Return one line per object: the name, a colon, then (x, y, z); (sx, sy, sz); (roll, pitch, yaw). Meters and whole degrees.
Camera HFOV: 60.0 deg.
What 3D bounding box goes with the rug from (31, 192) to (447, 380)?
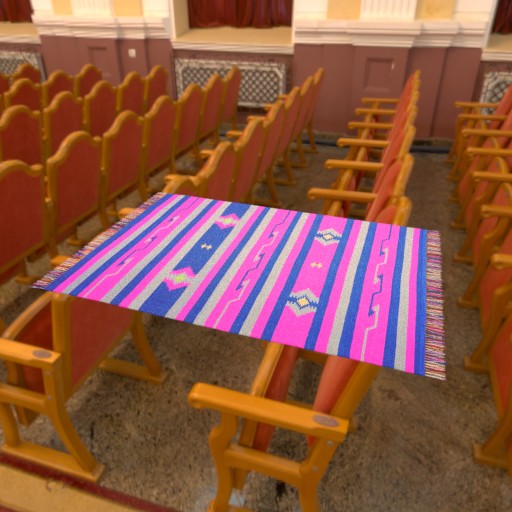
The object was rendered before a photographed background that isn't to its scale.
rug: (0.000, 0.000, 2.937); (2.350, 0.013, 1.539); (10, 32, 16)
